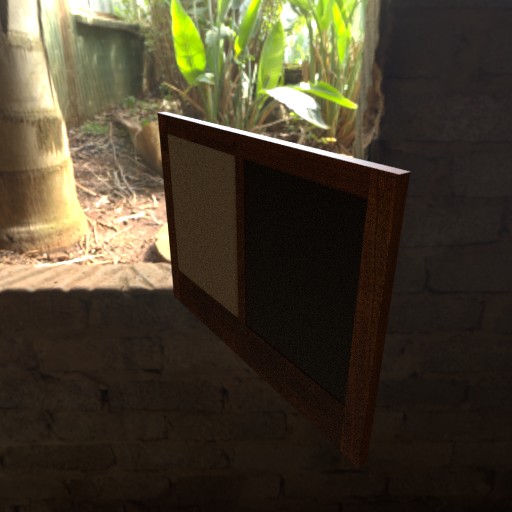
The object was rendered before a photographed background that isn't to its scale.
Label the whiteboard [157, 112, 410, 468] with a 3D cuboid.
[{"bbox_3d":[0.000,0.000,1.007,0.083,0.553,0.768,-17,30,-32],"label":"whiteboard"}]
